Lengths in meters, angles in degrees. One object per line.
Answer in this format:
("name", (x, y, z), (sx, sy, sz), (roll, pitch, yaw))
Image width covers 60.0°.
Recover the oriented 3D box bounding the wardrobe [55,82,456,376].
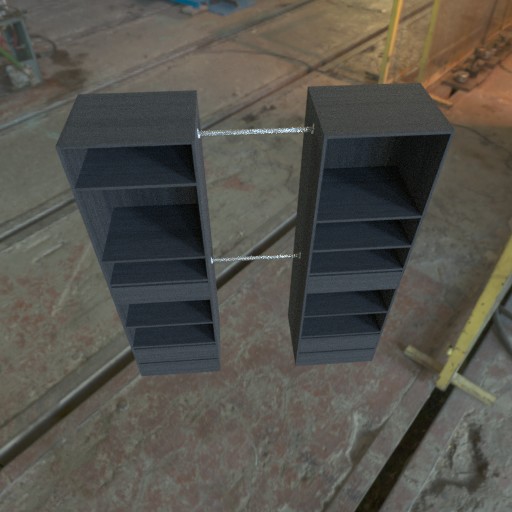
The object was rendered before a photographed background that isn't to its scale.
("wardrobe", (0.000, 0.000, 2.843), (1.770, 2.000, 0.480), (-3, 46, -3))
